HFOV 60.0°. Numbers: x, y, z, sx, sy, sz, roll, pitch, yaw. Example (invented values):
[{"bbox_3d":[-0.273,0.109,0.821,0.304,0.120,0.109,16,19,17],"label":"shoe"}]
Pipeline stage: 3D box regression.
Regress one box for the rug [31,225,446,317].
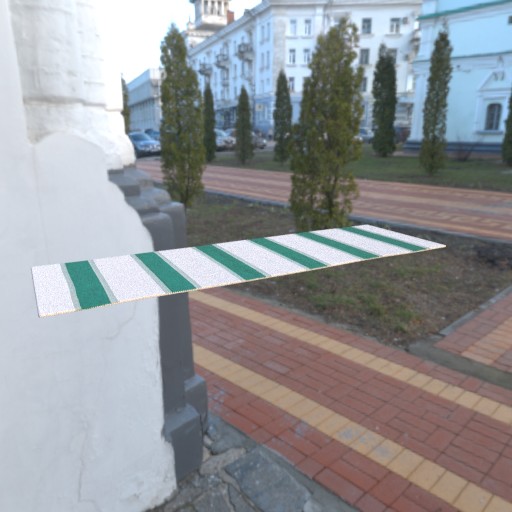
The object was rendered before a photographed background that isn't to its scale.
[{"bbox_3d":[0.000,0.000,2.700,2.438,0.012,0.768,-8,18,-27],"label":"rug"}]
